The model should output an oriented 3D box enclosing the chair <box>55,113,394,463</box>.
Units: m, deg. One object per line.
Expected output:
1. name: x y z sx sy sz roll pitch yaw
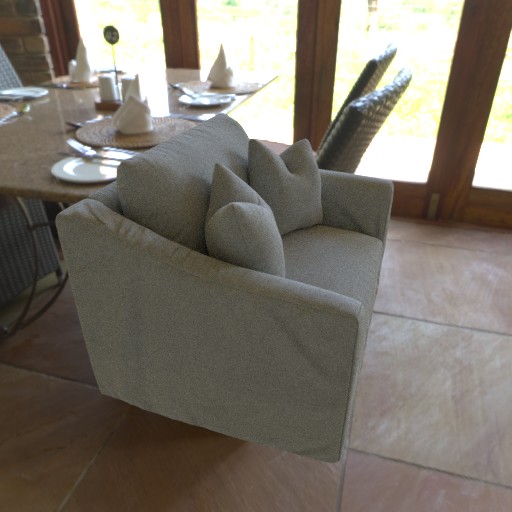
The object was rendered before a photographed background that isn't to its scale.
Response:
1. chair: 0.000 0.000 1.998 1.071 1.059 1.194 10 32 17
